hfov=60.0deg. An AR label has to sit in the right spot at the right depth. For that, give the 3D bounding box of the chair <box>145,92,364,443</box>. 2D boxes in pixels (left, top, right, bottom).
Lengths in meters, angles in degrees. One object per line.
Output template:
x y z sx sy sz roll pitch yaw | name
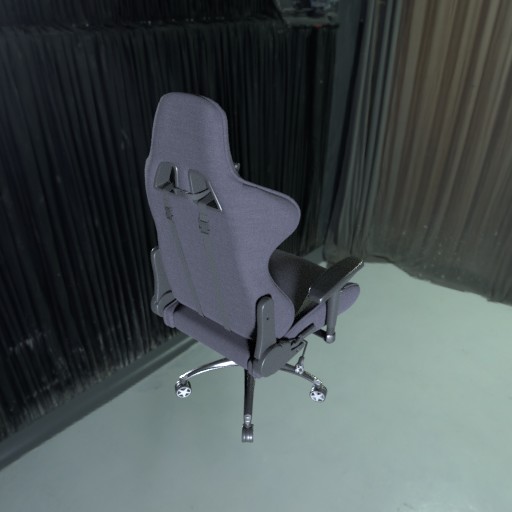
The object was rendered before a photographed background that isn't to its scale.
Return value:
0.000 0.000 1.722 0.730 1.300 0.695 22 38 32 | chair
